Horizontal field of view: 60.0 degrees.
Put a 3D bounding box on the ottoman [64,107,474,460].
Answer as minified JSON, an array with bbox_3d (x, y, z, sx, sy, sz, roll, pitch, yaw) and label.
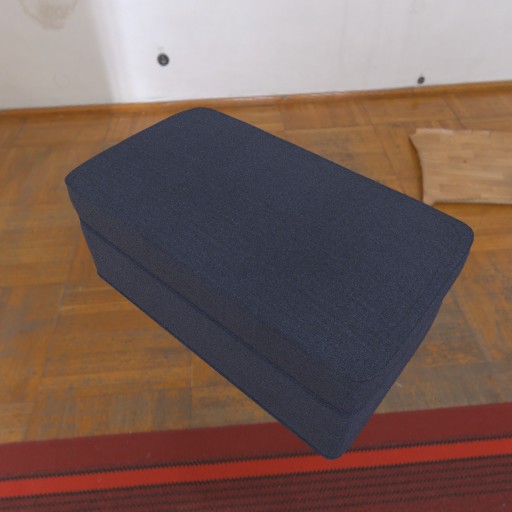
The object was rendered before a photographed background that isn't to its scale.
[{"bbox_3d":[0.000,0.000,1.169,0.895,0.453,0.505,32,55,26],"label":"ottoman"}]
